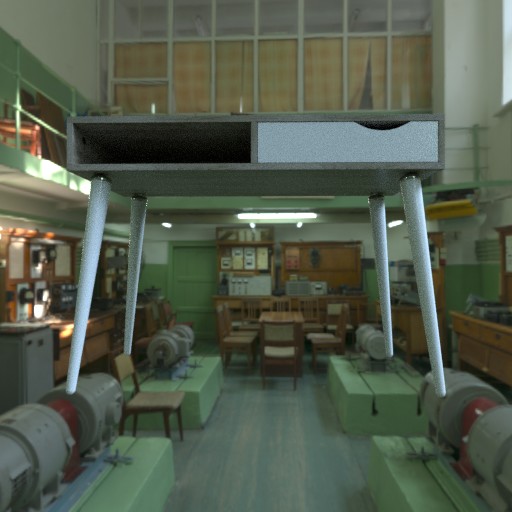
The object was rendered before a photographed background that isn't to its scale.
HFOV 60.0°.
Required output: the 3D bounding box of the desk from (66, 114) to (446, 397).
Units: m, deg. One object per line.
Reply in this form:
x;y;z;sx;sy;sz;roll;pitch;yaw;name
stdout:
0.000;0.000;1.378;0.979;0.723;0.491;0;-1;1;desk
